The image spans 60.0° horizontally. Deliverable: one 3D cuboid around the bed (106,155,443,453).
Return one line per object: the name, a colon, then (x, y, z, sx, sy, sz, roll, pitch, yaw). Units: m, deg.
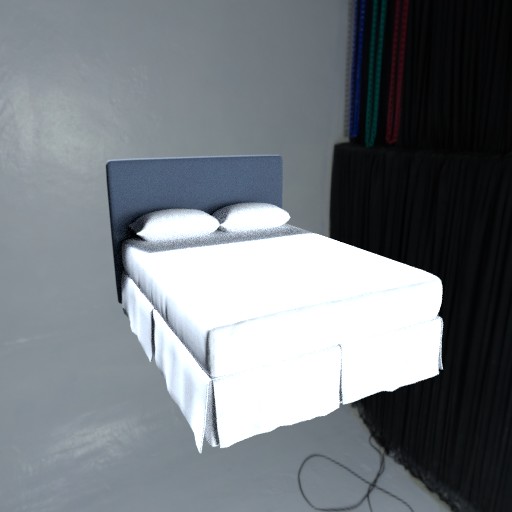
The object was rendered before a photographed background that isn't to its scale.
bed: (0.000, 0.000, 3.266, 1.713, 1.330, 2.162, -8, 18, -27)
